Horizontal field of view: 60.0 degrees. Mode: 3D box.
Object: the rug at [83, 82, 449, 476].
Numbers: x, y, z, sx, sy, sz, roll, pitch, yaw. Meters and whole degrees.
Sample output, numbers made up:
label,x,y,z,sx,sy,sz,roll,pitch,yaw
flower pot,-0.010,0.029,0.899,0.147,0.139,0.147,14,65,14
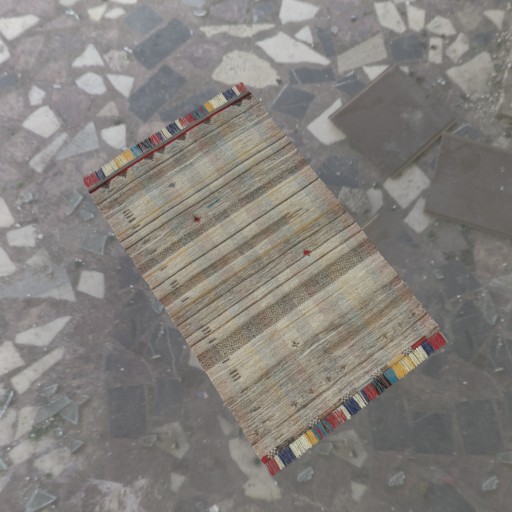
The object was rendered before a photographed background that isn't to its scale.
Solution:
label,x,y,z,sx,sy,sz,roll,pitch,yaw
rug,0.000,0.000,3.106,1.465,0.012,2.465,-34,78,-8
